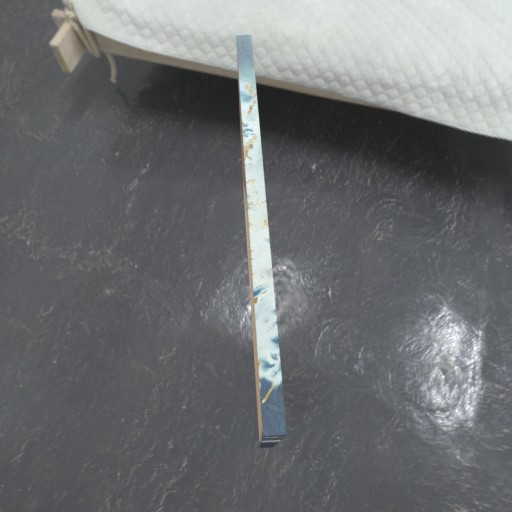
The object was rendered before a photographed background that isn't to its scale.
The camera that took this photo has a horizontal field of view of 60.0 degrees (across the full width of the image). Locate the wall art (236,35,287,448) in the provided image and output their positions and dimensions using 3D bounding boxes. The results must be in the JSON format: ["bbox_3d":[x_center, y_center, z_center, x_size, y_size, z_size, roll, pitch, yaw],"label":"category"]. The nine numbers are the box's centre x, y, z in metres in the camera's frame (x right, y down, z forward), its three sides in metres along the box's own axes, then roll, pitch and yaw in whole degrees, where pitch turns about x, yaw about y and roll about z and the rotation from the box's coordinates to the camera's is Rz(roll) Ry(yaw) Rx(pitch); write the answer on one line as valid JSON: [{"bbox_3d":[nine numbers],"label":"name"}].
[{"bbox_3d":[0.000,0.000,1.168,0.038,0.608,0.912,-3,65,-2],"label":"wall art"}]
